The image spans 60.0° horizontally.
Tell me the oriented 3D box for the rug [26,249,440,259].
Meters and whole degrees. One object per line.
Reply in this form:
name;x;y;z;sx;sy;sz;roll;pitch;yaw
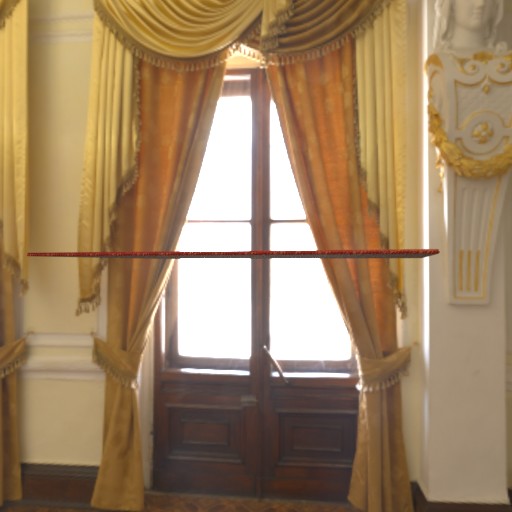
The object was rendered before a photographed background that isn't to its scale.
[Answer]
rug;0.000;0.000;3.998;2.905;0.028;2.340;0;-1;18
